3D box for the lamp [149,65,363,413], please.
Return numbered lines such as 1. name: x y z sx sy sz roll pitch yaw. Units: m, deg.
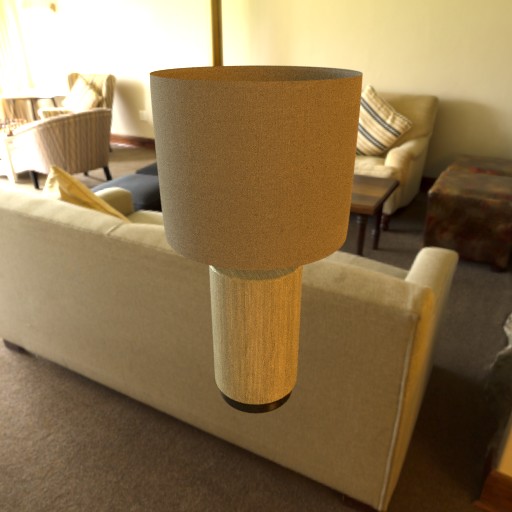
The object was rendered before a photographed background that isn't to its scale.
1. lamp: 0.000 0.000 0.578 0.228 0.444 0.228 -8 28 -16
